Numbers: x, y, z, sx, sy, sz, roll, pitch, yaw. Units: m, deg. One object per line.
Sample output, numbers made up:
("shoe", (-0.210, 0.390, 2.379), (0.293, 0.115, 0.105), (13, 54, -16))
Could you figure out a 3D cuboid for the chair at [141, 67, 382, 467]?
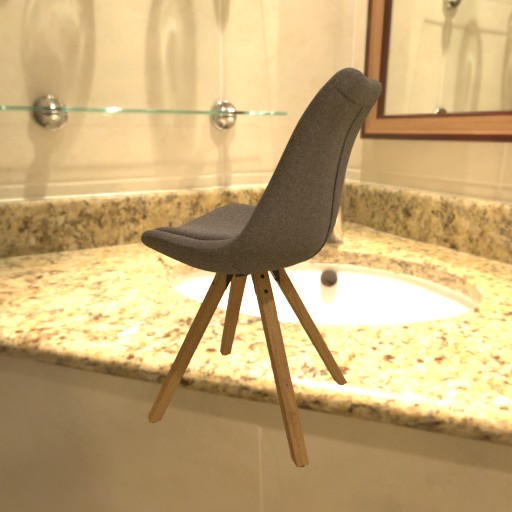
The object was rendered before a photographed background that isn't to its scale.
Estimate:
("chair", (0.000, 0.000, 1.163), (0.550, 0.865, 0.483), (7, 18, 24))
